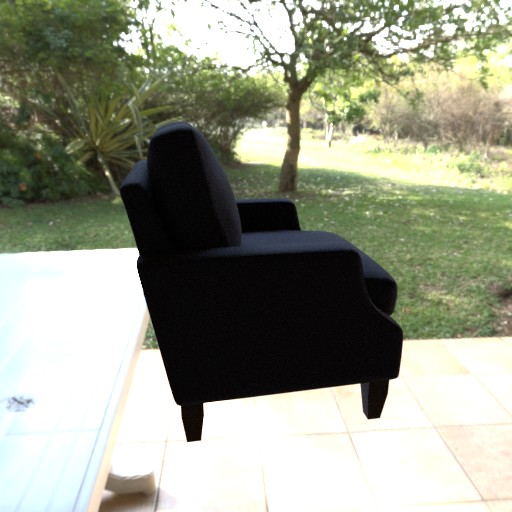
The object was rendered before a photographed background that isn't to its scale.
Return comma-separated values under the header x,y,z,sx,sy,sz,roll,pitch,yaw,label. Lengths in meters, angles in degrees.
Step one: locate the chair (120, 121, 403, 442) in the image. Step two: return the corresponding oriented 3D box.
x,y,z,sx,sy,sz,roll,pitch,yaw,label
0.000,0.000,1.708,0.897,0.991,0.855,-3,18,-10,chair
